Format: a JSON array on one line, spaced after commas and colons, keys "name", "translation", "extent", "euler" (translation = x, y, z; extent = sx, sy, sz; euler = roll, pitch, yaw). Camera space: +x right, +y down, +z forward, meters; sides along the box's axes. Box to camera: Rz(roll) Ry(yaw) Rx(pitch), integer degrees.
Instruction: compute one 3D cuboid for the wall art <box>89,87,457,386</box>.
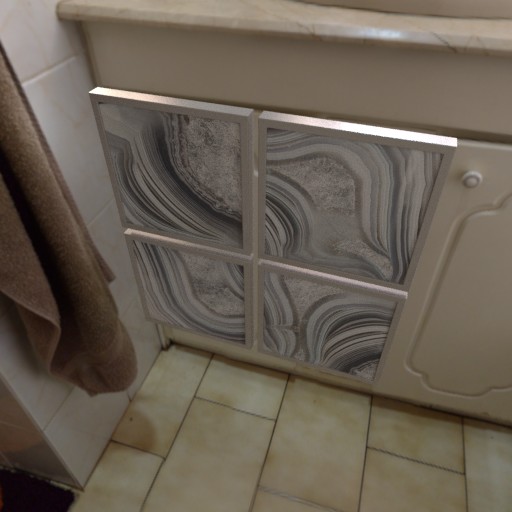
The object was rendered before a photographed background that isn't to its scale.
[{"name": "wall art", "translation": [0.000, 0.000, 0.914], "extent": [0.611, 0.611, 0.029], "euler": [13, 43, 14]}]
